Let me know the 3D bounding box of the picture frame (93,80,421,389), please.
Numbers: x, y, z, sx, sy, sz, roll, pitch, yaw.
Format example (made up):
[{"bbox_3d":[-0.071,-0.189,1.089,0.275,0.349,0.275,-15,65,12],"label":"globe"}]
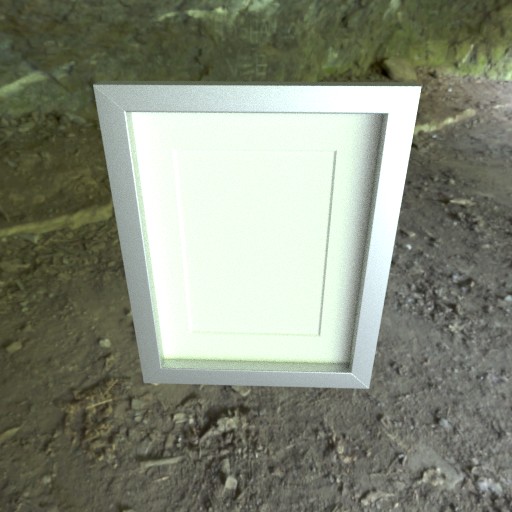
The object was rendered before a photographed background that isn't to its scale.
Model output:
[{"bbox_3d":[0.000,0.000,0.524,0.307,0.386,0.036,1,30,2],"label":"picture frame"}]
